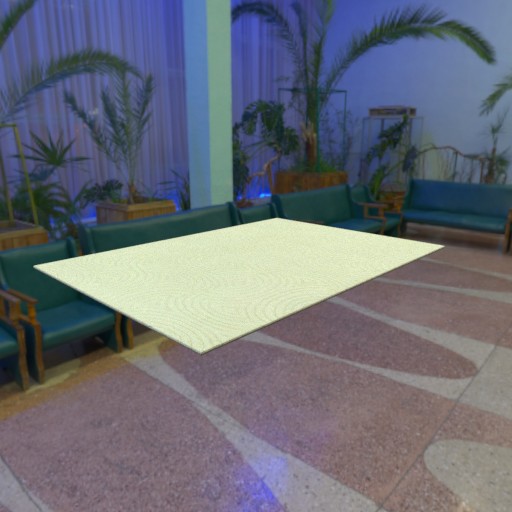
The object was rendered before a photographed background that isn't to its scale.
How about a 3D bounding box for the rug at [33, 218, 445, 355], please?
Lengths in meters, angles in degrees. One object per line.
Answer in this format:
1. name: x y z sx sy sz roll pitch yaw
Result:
1. rug: 0.000 0.000 2.794 1.526 0.015 2.132 14 21 42
